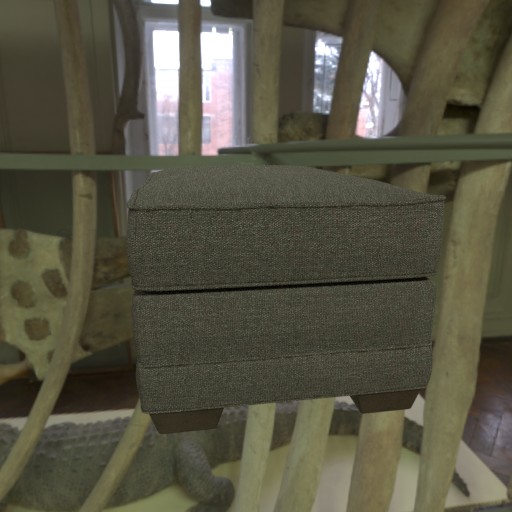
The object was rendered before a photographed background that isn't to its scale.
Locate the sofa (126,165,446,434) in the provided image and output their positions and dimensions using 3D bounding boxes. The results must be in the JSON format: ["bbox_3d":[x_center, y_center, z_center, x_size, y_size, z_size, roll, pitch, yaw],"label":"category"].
[{"bbox_3d":[0.000,0.000,1.199,0.578,0.457,0.854,-2,15,-9],"label":"sofa"}]
